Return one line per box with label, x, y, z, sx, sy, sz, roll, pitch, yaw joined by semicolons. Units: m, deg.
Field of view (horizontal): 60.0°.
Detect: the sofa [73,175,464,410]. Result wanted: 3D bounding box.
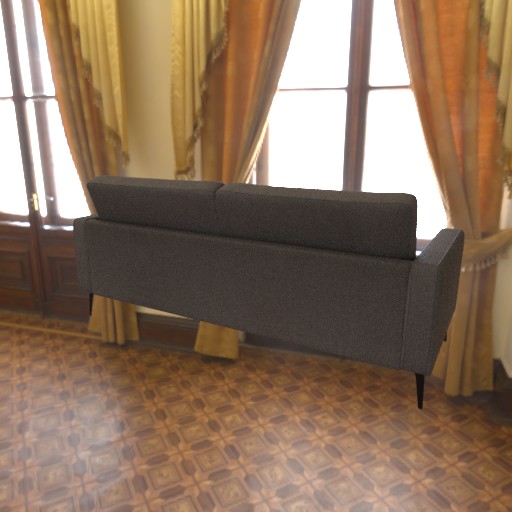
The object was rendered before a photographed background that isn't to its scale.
sofa;0.000;0.000;2.347;1.925;0.828;0.774;9;17;29
